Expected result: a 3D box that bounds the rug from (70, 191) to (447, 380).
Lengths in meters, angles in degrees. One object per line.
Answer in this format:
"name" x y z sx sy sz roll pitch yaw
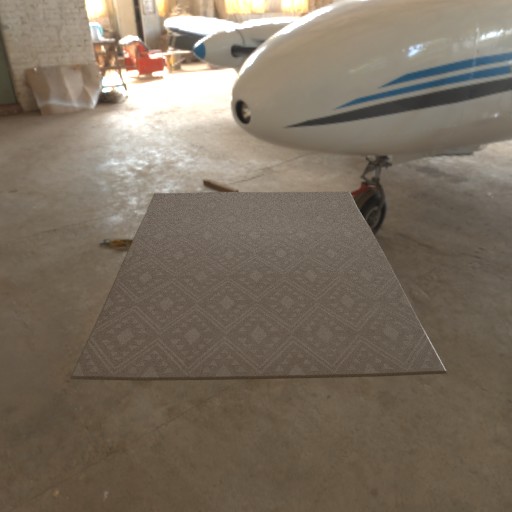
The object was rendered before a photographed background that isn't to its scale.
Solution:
"rug" 0.000 0.000 4.096 2.399 0.054 3.011 -1 31 -1
